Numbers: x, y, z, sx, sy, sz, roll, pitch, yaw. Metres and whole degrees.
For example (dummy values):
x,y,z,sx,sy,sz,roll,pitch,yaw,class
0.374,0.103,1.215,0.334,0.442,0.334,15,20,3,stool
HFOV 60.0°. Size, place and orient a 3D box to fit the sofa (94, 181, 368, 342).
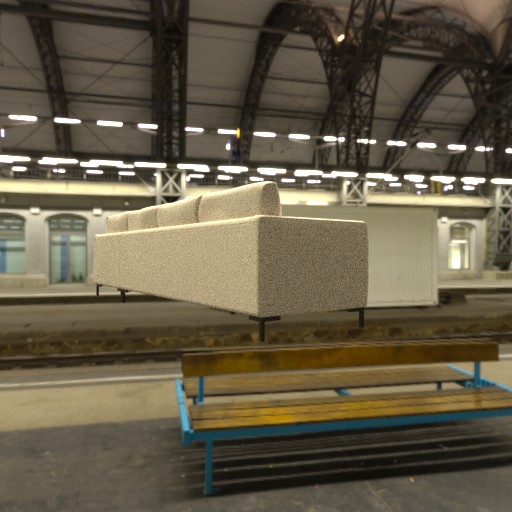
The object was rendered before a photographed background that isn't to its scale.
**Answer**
x,y,z,sx,sy,sz,roll,pitch,yaw,class
0.000,0.000,3.889,2.007,0.815,2.949,0,0,-35,sofa
